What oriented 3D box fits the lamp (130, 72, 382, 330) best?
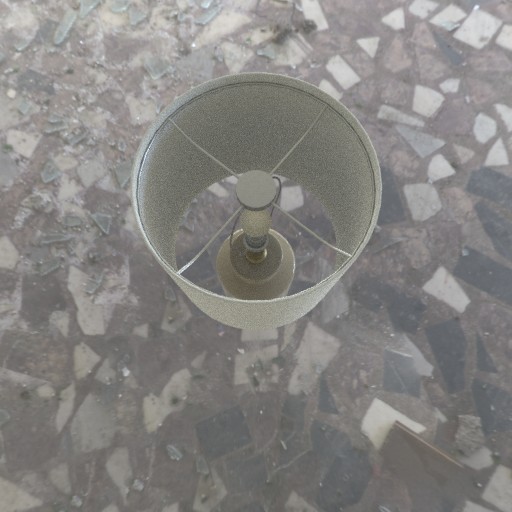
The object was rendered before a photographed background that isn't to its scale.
[{"bbox_3d":[0.000,0.000,0.611,0.212,0.493,0.212,38,78,10],"label":"lamp"}]
